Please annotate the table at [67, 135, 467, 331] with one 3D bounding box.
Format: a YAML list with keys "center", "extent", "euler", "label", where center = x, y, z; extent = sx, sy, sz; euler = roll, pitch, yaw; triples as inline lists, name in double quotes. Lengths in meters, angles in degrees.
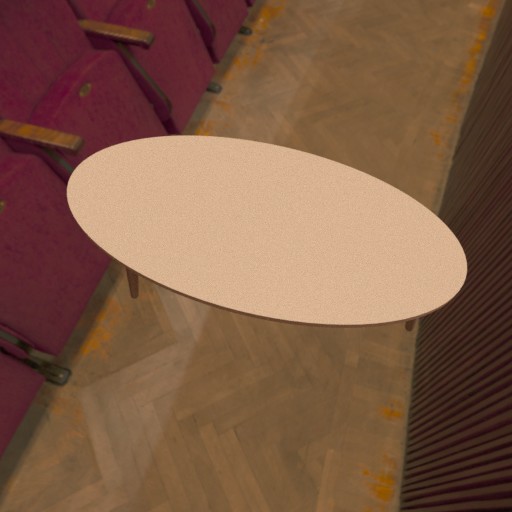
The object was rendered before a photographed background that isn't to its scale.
- center: [0.000, 0.000, 1.336]
  extent: [1.083, 0.390, 0.542]
  euler: [15, 59, 9]
  label: "table"
